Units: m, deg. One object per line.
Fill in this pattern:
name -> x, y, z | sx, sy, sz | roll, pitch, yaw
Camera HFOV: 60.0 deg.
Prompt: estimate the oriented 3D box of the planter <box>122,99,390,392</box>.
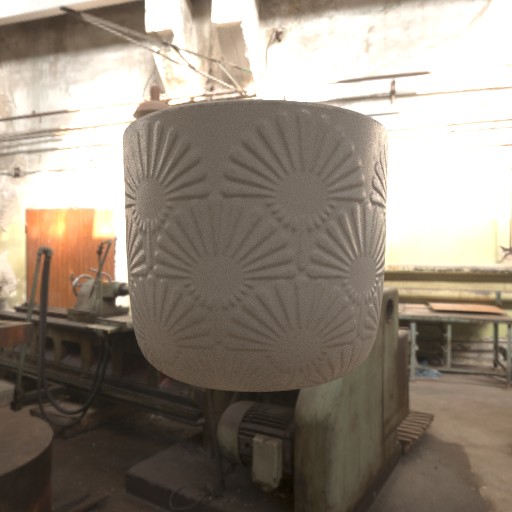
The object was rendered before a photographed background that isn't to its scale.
planter -> 0.000, 0.000, 0.214 | 0.124, 0.109, 0.124 | 0, 0, 0
